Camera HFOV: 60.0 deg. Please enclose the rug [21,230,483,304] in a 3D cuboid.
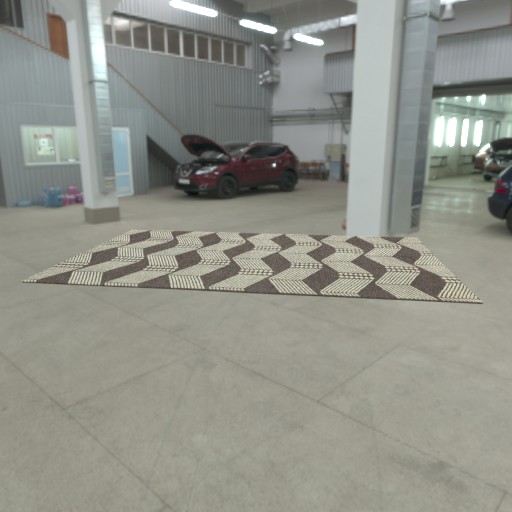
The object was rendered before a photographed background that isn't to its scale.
[{"bbox_3d":[0.000,0.000,3.033,2.435,0.011,1.517,2,15,8],"label":"rug"}]
